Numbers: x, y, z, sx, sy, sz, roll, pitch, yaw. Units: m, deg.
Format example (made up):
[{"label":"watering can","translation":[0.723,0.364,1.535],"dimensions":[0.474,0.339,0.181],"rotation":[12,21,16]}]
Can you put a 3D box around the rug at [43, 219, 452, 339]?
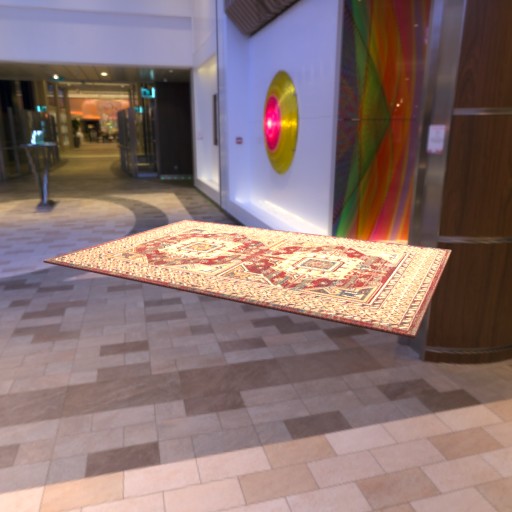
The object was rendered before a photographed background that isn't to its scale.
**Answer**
[{"label":"rug","translation":[0.000,0.000,5.942],"dimensions":[4.578,0.033,3.033],"rotation":[8,18,27]}]
